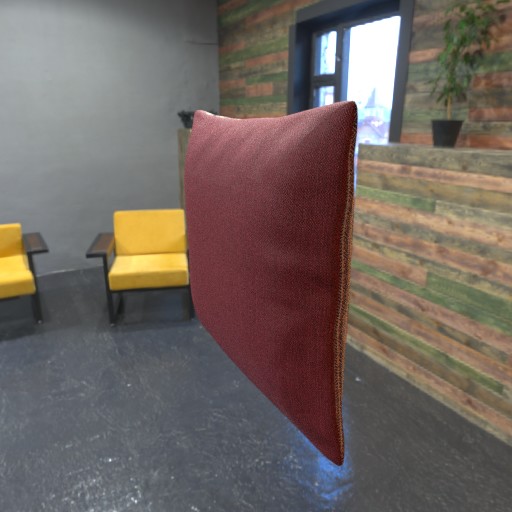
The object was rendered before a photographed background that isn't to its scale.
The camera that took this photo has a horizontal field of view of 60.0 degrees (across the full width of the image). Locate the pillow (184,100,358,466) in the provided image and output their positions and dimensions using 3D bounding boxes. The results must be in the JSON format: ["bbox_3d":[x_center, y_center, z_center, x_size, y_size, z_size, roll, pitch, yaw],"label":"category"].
[{"bbox_3d":[0.000,0.000,0.777,0.166,0.497,0.513,-9,19,-26],"label":"pillow"}]
